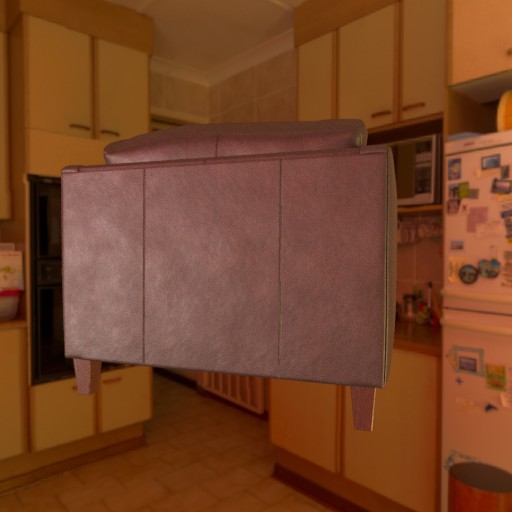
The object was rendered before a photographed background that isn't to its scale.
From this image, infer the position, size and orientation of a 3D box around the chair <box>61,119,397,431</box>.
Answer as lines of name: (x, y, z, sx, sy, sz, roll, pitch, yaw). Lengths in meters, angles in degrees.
chair: (0.000, 0.000, 1.550, 0.939, 0.811, 0.862, 0, 2, 18)
